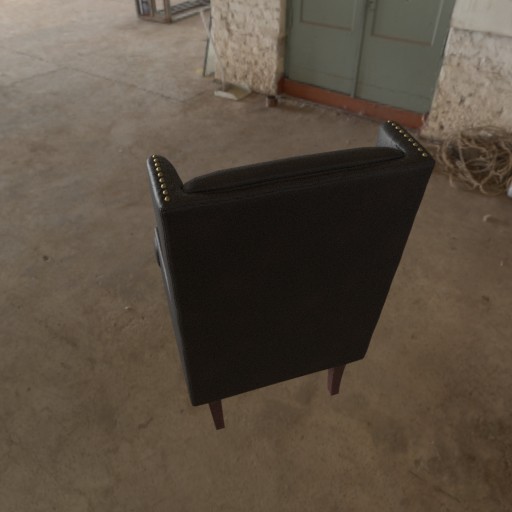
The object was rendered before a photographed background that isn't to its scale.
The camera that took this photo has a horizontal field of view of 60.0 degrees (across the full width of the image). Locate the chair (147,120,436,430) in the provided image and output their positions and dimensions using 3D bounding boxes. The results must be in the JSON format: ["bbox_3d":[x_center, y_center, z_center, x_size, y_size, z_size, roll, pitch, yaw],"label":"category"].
[{"bbox_3d":[0.000,0.000,1.646,0.703,1.142,0.799,-12,42,-13],"label":"chair"}]
